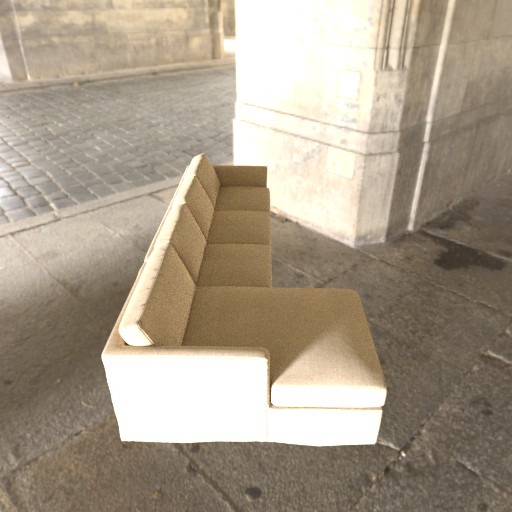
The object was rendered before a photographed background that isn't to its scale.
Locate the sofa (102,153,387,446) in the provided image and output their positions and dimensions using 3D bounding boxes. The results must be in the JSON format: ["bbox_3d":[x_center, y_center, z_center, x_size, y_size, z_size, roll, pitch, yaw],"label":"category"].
[{"bbox_3d":[0.000,0.000,3.897,1.650,0.922,3.205,1,30,1],"label":"sofa"}]
